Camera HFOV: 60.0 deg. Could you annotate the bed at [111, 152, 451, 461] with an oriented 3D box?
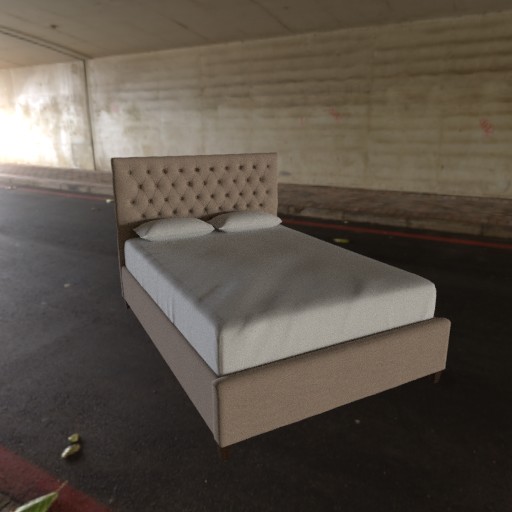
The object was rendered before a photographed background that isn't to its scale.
[{"bbox_3d":[0.000,0.000,3.479,1.698,1.427,2.387,-8,18,-26],"label":"bed"}]
